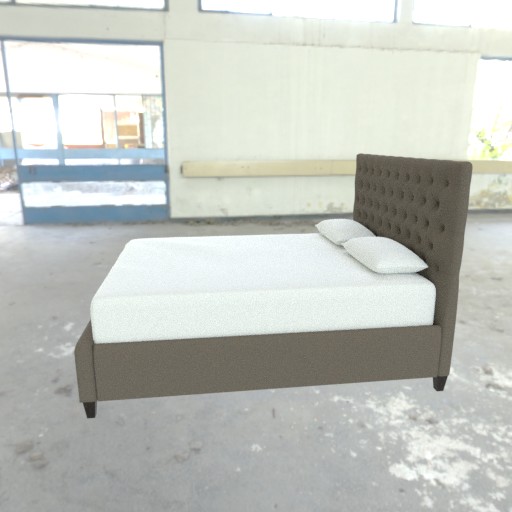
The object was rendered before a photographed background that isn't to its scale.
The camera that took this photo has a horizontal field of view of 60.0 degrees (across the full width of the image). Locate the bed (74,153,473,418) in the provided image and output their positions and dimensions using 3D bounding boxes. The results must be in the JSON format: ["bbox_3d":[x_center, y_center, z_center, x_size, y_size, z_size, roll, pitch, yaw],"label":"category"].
[{"bbox_3d":[0.000,0.000,3.273,2.233,1.426,1.696,-2,15,-7],"label":"bed"}]
